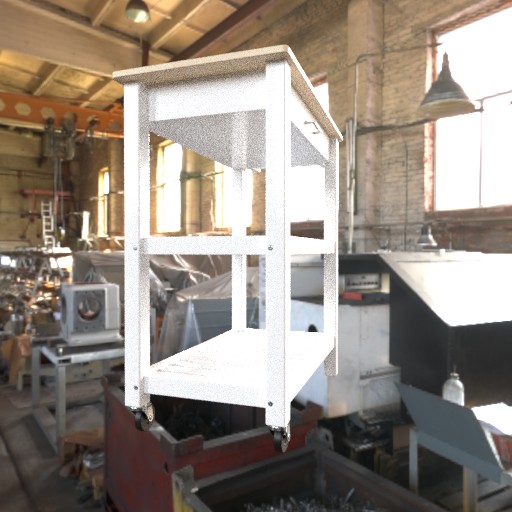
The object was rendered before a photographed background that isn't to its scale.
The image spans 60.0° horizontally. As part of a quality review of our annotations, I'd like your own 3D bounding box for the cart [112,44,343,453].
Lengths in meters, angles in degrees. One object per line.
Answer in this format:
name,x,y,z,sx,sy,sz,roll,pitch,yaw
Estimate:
cart,0.000,0.000,1.460,0.457,0.927,0.899,0,1,19
